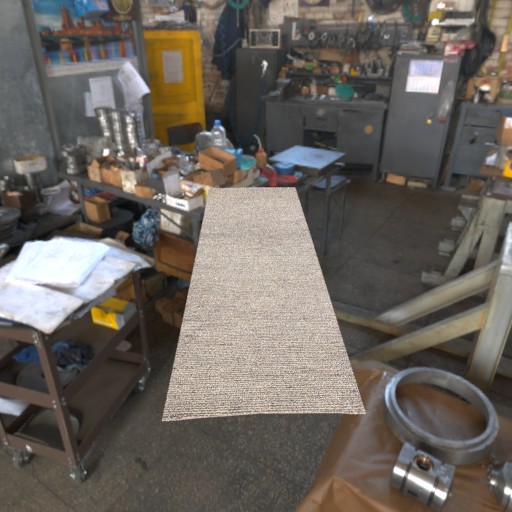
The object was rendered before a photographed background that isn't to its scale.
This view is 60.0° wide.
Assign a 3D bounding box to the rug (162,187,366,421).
[{"bbox_3d":[0.000,0.000,2.531,0.697,0.013,2.335,-1,28,-1],"label":"rug"}]
